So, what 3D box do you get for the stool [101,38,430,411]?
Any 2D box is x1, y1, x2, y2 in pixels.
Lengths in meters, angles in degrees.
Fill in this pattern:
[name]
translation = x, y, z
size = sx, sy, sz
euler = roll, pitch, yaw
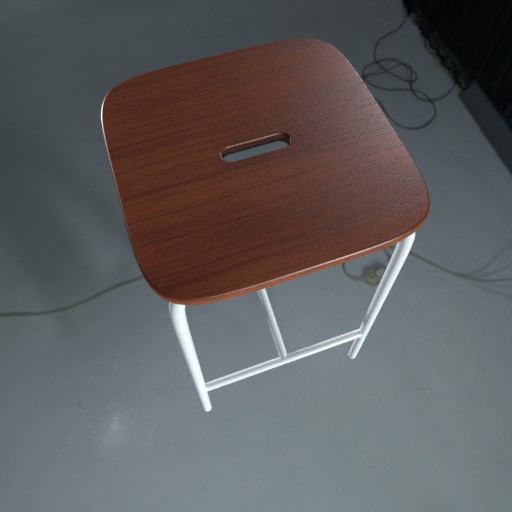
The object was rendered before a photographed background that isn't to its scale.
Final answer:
[stool]
translation = 0.000, 0.000, 0.830
size = 0.376, 0.610, 0.376
euler = -17, 64, -9
